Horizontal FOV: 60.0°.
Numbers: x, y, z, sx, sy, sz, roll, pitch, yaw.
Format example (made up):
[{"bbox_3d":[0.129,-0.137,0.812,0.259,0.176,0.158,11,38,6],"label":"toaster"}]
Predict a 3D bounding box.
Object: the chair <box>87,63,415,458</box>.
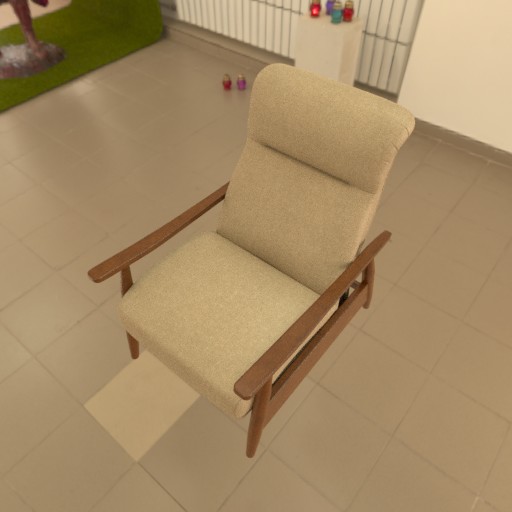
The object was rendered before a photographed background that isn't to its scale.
[{"bbox_3d":[0.000,0.000,1.778,0.762,1.082,1.030,31,55,25],"label":"chair"}]
